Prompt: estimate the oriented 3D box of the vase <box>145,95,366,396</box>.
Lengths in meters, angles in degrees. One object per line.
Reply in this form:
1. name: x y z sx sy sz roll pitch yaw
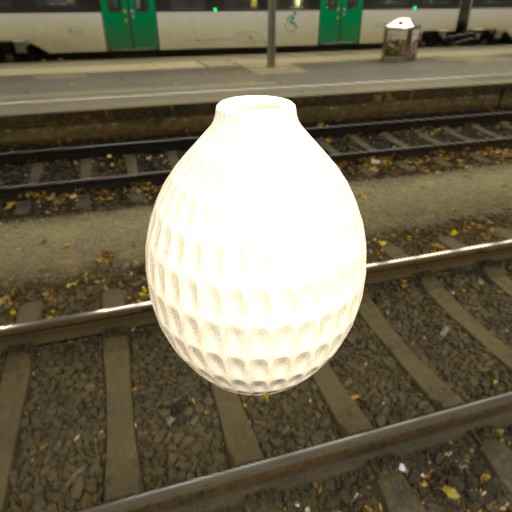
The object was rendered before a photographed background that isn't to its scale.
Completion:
1. vase: 0.000 0.000 0.333 0.162 0.223 0.162 0 30 0
